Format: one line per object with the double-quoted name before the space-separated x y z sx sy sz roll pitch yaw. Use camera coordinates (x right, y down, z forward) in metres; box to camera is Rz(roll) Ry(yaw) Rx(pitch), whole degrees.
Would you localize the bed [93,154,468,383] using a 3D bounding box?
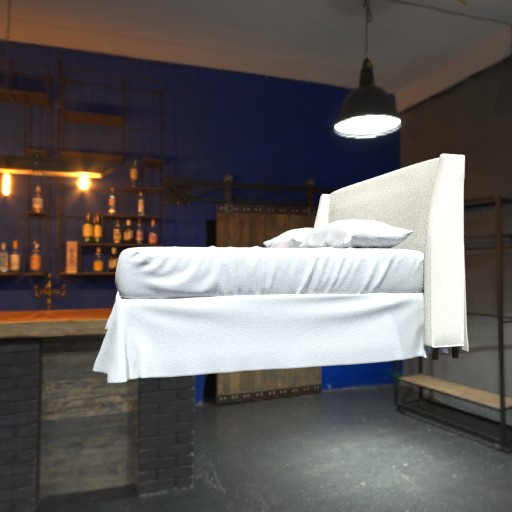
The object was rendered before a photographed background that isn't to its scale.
"bed" 0.000 0.000 3.427 2.276 1.332 1.925 0 -1 -16
